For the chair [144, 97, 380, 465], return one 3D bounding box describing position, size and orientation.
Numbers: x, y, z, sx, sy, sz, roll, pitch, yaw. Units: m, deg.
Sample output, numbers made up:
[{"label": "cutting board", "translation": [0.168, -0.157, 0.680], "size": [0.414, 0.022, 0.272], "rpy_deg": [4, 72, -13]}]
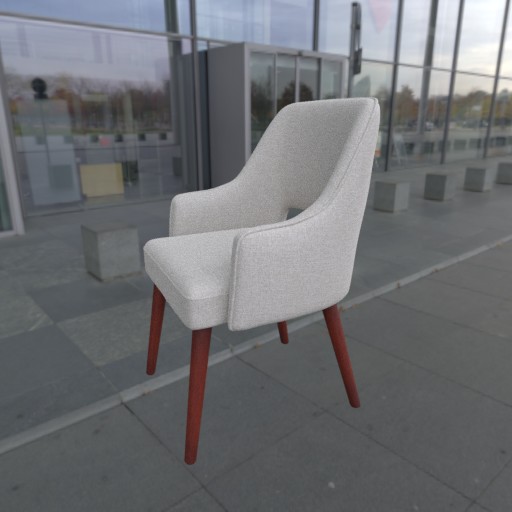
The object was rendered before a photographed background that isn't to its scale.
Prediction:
[{"label": "chair", "translation": [0.000, 0.000, 1.239], "size": [0.580, 0.840, 0.560], "rpy_deg": [-8, 19, -24]}]
